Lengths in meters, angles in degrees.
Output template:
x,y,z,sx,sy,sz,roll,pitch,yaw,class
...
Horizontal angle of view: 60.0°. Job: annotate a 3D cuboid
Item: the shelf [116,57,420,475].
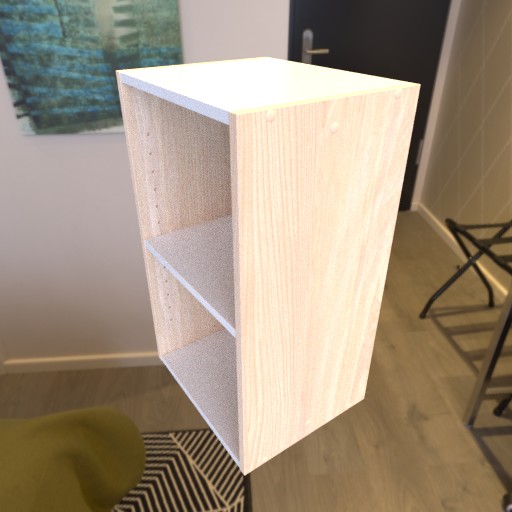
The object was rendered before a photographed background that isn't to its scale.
x,y,z,sx,sy,sz,roll,pitch,yaw,class
0.000,0.000,0.792,0.290,0.600,0.350,-20,36,-29,shelf
